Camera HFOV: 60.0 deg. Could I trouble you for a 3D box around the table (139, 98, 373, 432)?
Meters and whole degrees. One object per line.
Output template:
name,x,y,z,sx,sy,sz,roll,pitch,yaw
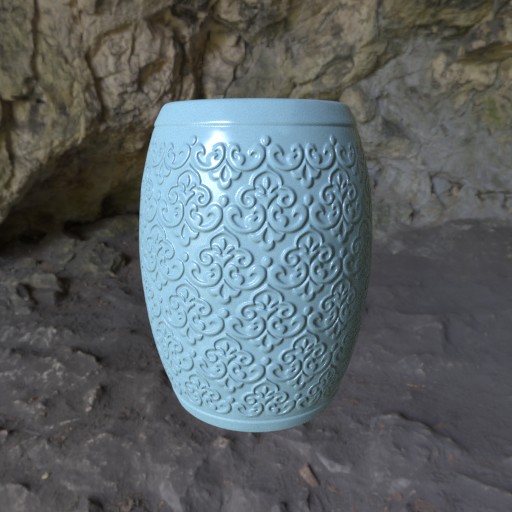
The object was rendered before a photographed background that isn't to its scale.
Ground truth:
table,0.000,0.000,0.612,0.309,0.397,0.309,0,15,0
